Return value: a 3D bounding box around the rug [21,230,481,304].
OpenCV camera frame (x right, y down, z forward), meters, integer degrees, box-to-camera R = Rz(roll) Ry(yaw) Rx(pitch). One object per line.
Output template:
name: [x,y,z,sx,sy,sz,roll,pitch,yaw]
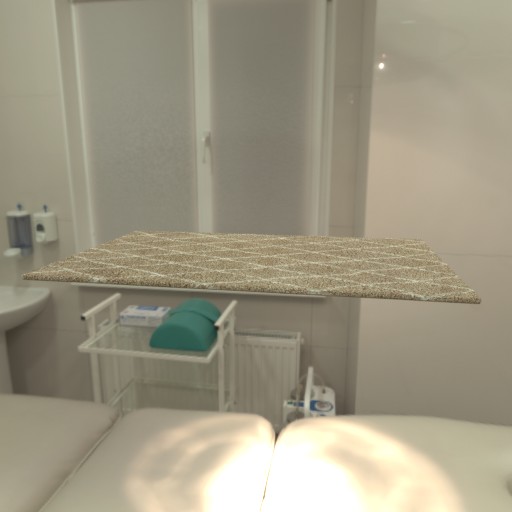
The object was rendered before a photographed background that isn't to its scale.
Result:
rug: [0.000,0.000,3.026,2.438,0.030,1.524,2,13,10]
